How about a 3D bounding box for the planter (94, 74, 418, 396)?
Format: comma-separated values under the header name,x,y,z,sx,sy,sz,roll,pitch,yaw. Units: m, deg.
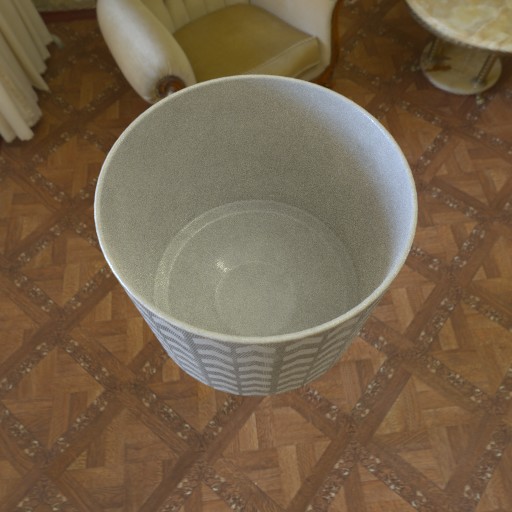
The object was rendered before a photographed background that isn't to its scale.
name,x,y,z,sx,sy,sz,roll,pitch,yaw
planter,0.000,0.000,0.452,0.250,0.239,0.250,0,63,0
